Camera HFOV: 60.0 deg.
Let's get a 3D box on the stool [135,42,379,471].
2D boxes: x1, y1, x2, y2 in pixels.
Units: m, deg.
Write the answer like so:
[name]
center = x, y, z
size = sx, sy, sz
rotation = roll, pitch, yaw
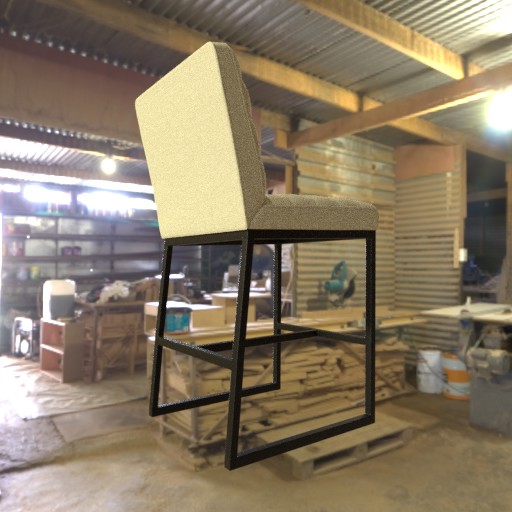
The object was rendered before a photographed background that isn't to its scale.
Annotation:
[stool]
center = 0.000, 0.000, 1.278
size = 0.560, 0.940, 0.460
rotation = 1, -1, -36
